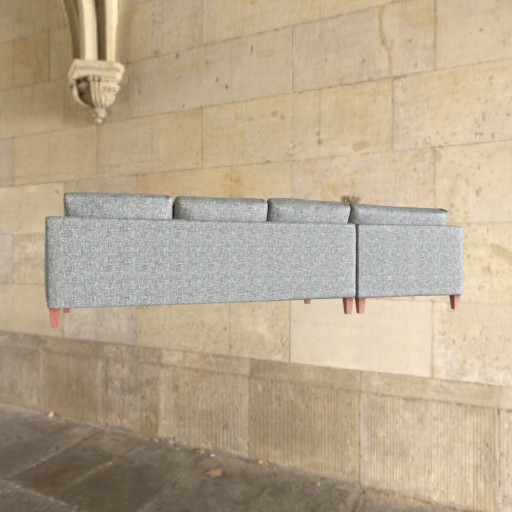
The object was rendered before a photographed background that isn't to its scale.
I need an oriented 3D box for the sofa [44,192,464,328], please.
[{"bbox_3d":[0.000,0.000,4.224,3.485,0.960,1.635,0,0,-18],"label":"sofa"}]
